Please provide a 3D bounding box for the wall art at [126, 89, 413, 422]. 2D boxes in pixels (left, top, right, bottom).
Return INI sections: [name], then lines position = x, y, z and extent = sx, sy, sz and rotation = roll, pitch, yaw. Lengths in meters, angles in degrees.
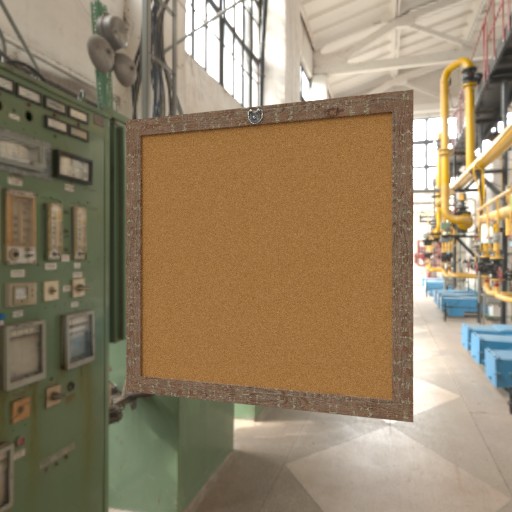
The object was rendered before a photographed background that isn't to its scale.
[wall art]
position = 0.000, 0.000, 0.574
extent = 0.384, 0.384, 0.012
rotation = 0, 0, 18
